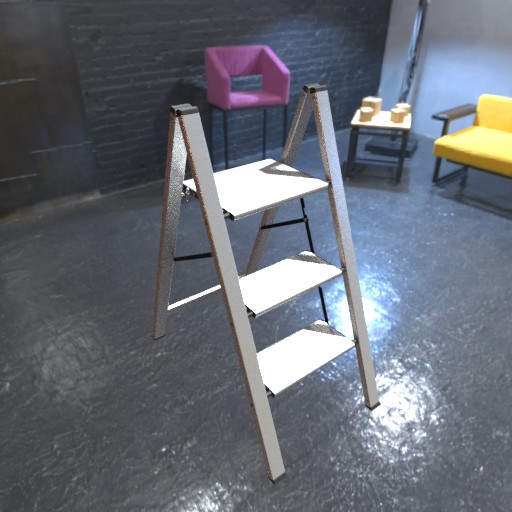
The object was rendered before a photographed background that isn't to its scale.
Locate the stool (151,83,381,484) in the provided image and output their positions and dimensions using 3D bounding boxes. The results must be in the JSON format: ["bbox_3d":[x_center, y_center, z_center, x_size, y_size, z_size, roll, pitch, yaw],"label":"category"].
[{"bbox_3d":[0.000,0.000,1.294,0.441,0.902,0.730,-22,38,-31],"label":"stool"}]
